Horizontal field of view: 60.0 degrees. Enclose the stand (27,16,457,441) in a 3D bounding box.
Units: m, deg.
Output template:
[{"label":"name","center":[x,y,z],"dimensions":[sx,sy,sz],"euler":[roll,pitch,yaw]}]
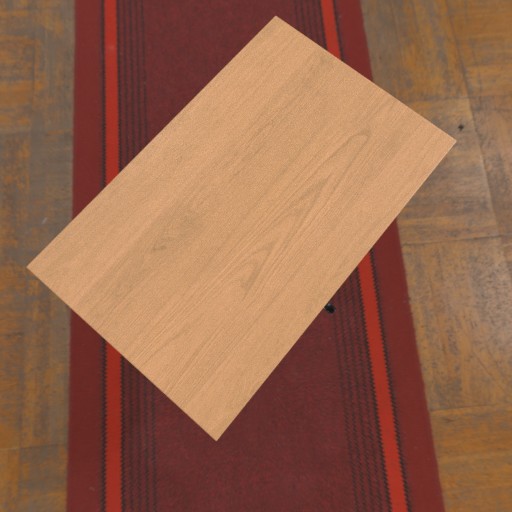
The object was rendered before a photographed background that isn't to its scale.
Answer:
[{"label":"stand","center":[0.000,0.000,0.968],"dimensions":[0.400,0.600,0.630],"euler":[39,79,9]}]
